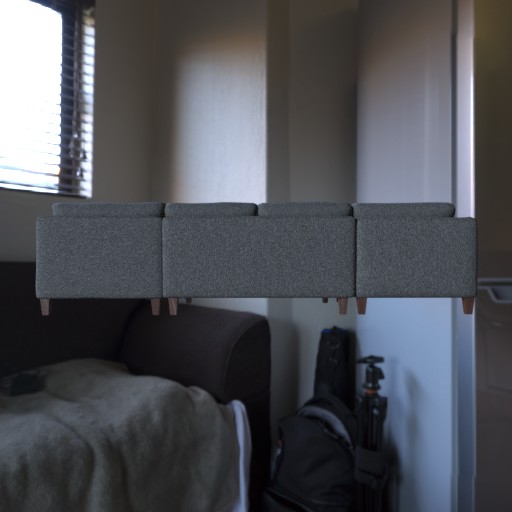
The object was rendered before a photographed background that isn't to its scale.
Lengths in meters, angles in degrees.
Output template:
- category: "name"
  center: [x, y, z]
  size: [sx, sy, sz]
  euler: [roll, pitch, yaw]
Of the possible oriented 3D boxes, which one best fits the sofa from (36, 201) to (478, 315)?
- category: "sofa"
  center: [0.000, 0.000, 4.446]
  size: [3.238, 0.853, 2.551]
  euler: [0, 0, -1]
